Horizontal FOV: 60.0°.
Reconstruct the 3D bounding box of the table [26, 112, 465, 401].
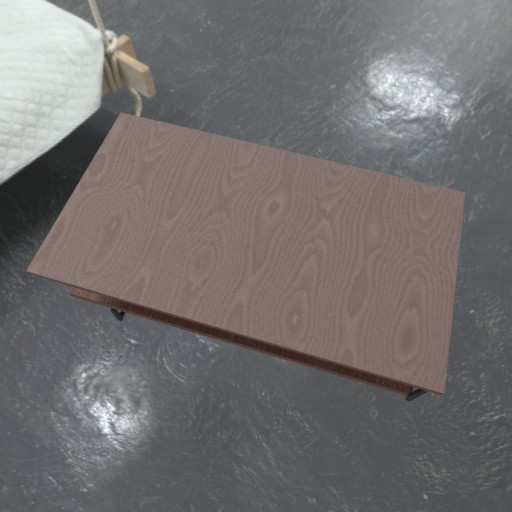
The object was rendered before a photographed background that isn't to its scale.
[{"bbox_3d":[0.000,0.000,1.502,1.197,0.347,0.651,15,64,8],"label":"table"}]
